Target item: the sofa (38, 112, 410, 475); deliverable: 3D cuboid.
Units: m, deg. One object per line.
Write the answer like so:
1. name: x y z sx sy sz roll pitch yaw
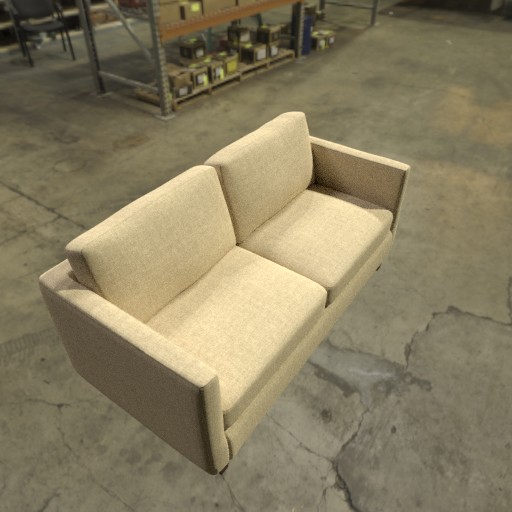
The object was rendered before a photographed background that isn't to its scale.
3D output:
1. sofa: 0.000 0.000 2.380 0.950 0.963 1.884 25 46 27
